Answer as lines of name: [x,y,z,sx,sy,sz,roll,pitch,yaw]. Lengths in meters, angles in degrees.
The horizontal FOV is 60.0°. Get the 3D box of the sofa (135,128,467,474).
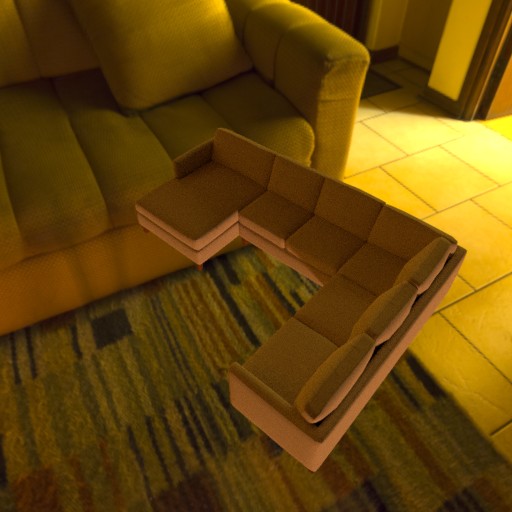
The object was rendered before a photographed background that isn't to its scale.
sofa: [0.000,0.000,4.731,3.460,0.961,2.594,32,54,27]
